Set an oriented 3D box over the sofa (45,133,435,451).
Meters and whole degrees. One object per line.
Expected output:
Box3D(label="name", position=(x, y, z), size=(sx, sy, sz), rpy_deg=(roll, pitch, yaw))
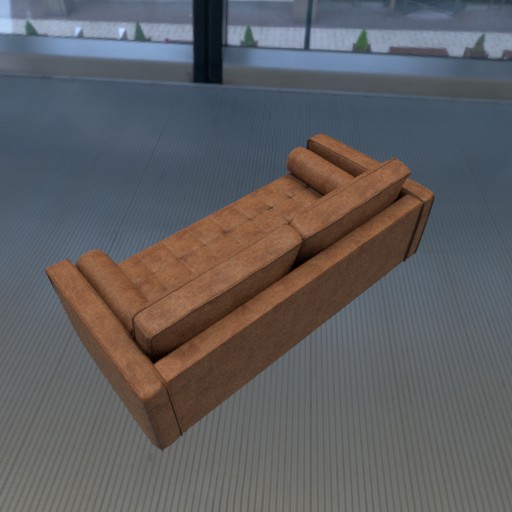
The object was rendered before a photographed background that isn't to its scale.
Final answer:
Box3D(label="sofa", position=(0.000, 0.000, 2.435), size=(1.920, 0.825, 0.924), rpy_deg=(-32, 53, -27))
